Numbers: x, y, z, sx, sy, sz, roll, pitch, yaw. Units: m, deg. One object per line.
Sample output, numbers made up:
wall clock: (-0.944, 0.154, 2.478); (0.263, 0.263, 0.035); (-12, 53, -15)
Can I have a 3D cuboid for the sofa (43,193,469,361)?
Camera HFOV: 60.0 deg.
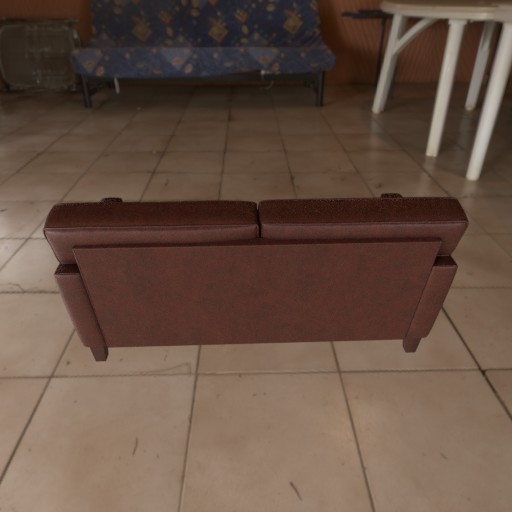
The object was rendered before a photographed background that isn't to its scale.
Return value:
sofa: (0.000, 0.000, 2.418); (1.876, 0.928, 0.912); (-1, 31, -2)
